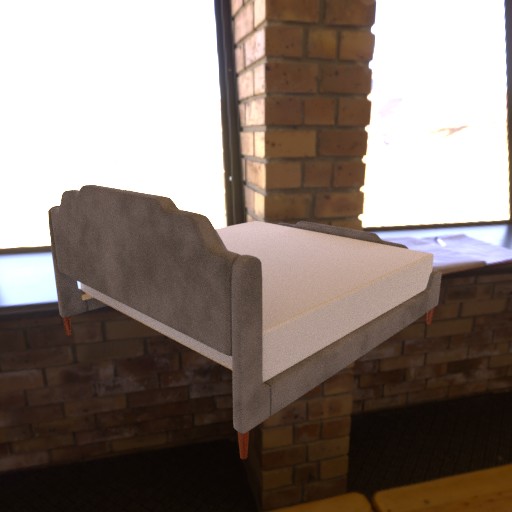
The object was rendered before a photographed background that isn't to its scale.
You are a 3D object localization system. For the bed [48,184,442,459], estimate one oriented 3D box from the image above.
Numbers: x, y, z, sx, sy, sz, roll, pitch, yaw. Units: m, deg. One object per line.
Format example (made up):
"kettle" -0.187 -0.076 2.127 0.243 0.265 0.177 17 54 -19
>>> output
"bed" 0.000 0.000 3.503 2.074 1.245 2.340 15 21 42
